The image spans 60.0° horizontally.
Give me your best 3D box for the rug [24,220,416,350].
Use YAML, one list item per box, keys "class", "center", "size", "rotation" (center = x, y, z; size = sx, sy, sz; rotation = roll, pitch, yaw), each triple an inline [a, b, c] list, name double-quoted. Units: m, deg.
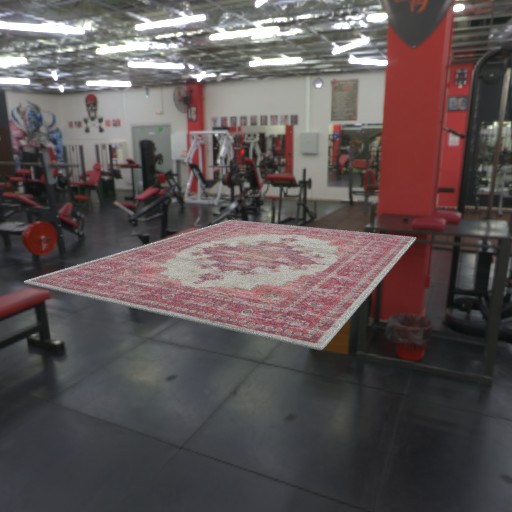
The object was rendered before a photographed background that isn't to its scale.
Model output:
- class: "rug"
  center: [0.000, 0.000, 4.218]
  size: [2.447, 0.017, 3.123]
  rotation: [8, 16, 27]
